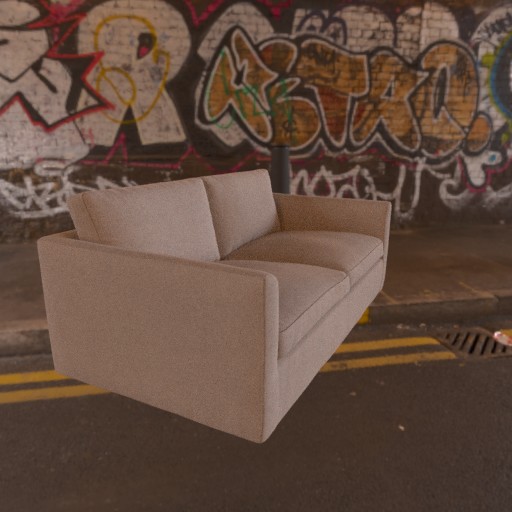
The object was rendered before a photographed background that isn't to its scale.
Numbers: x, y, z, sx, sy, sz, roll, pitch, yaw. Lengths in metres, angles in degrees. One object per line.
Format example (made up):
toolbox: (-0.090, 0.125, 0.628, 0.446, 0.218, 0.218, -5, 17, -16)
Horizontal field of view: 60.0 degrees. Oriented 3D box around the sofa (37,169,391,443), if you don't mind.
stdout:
sofa: (0.000, 0.000, 2.462, 1.091, 0.839, 1.905, 8, 17, 27)
